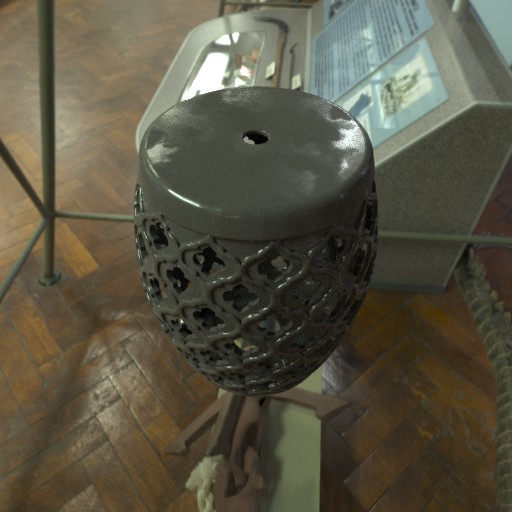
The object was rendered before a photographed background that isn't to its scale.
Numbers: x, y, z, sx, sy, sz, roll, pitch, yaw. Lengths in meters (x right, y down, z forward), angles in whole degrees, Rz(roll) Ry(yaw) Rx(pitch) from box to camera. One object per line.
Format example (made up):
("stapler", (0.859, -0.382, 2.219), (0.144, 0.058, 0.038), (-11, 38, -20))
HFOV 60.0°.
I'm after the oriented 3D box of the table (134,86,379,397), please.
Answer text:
("table", (0.000, 0.000, 0.636), (0.325, 0.388, 0.325), (0, 46, 0))
